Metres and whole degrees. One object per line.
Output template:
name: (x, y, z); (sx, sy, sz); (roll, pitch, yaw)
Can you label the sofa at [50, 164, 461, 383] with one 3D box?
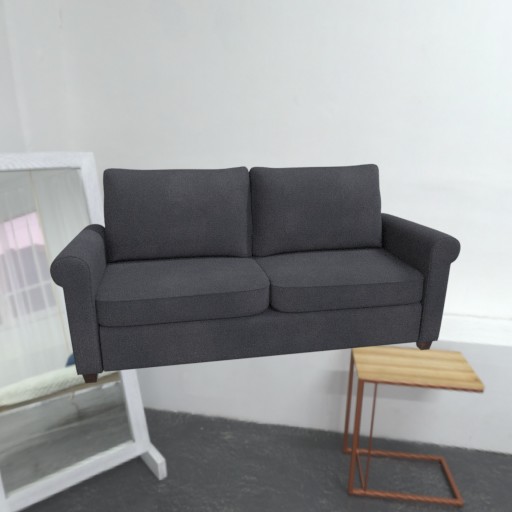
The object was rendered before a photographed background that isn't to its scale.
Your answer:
sofa: (0.000, 0.000, 2.469); (1.935, 0.942, 0.842); (-3, 17, -10)
